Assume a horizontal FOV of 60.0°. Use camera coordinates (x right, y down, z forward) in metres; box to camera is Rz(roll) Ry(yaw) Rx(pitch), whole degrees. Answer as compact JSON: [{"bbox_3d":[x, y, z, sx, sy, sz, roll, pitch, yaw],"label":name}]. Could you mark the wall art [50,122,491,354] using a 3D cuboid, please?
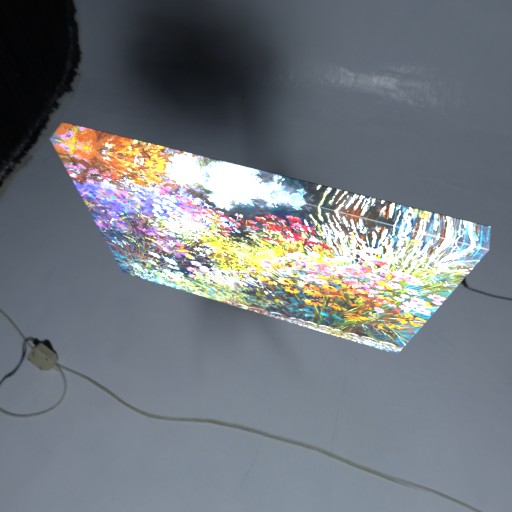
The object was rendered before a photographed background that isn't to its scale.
[{"bbox_3d":[0.000,0.000,0.772,0.610,0.406,0.037,15,61,9],"label":"wall art"}]
